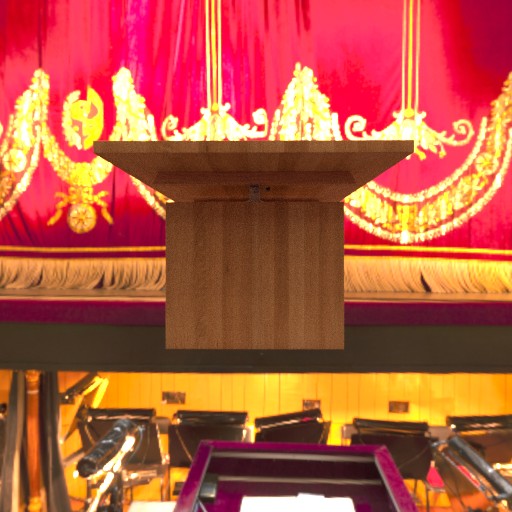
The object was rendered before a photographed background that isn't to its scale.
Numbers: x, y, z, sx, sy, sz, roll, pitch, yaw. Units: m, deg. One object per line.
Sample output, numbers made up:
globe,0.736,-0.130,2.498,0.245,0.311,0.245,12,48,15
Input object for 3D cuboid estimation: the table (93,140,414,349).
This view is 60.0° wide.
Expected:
table,0.000,0.000,1.515,0.700,0.510,1.100,0,0,1
